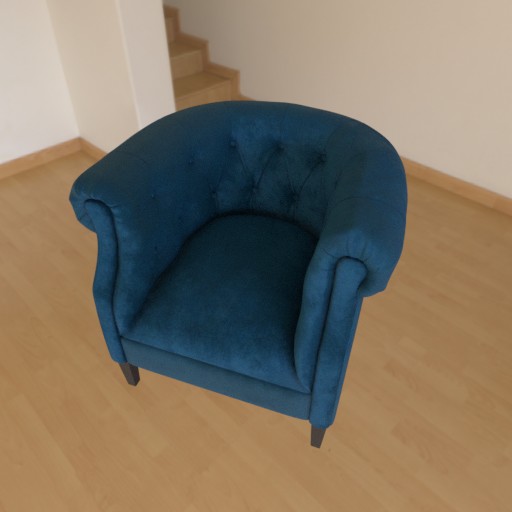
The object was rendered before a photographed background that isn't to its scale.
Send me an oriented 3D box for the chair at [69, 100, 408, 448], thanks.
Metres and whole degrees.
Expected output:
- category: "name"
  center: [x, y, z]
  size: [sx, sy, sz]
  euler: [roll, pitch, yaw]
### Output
- category: "chair"
  center: [0.000, 0.000, 1.547]
  size: [0.904, 0.826, 0.851]
  euler: [13, 43, 15]
